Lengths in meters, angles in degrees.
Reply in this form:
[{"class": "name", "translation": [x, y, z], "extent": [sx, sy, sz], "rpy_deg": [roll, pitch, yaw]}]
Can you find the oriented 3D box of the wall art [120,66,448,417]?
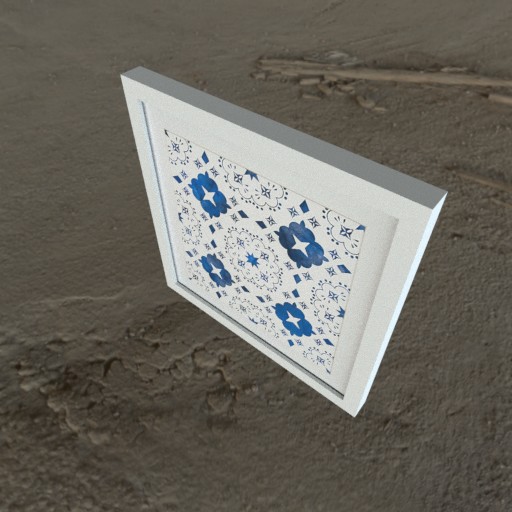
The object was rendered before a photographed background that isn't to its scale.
[{"class": "wall art", "translation": [0.000, 0.000, 0.536], "extent": [0.355, 0.355, 0.027], "rpy_deg": [30, 53, 26]}]
